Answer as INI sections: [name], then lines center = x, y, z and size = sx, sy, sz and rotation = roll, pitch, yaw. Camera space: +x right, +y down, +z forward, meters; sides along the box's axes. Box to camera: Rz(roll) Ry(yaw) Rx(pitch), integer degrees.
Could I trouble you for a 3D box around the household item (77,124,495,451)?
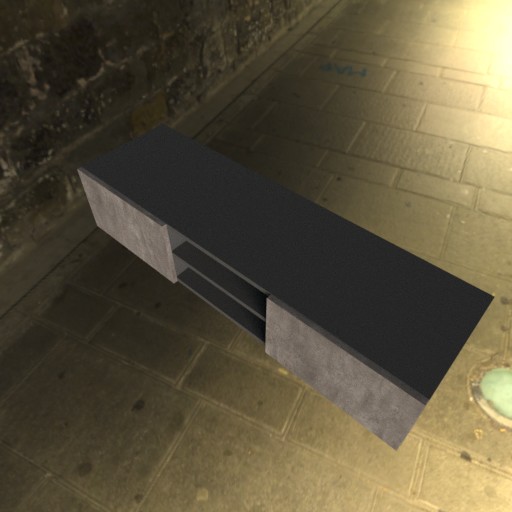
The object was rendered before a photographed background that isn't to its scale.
[household item]
center = 0.000, 0.000, 1.554
size = 1.400, 0.310, 0.420
rotation = 32, 55, 27
